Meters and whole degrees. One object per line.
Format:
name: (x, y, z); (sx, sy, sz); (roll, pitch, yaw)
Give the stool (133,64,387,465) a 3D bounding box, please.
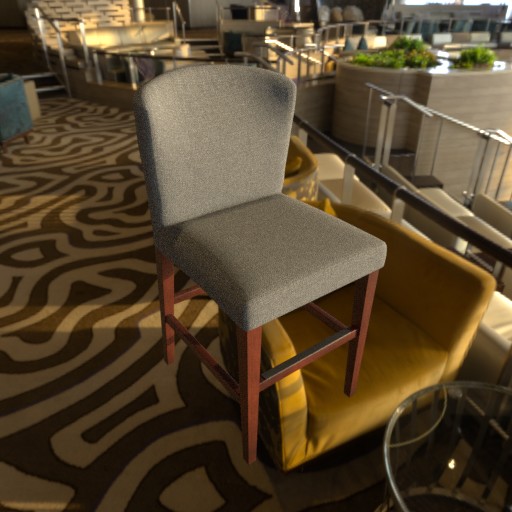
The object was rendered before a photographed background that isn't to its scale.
stool: (0.000, 0.000, 1.285); (0.479, 0.968, 0.568); (-21, 36, -31)
